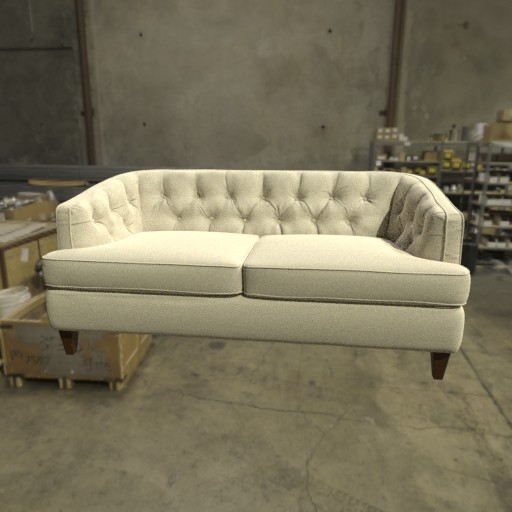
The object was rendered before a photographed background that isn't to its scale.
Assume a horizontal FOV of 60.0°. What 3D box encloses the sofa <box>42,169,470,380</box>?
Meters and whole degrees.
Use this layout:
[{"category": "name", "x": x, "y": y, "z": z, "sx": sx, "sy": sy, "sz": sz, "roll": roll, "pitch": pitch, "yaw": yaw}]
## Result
[{"category": "sofa", "x": 0.000, "y": 0.000, "z": 2.179, "sx": 1.733, "sy": 0.855, "sz": 0.941, "roll": 2, "pitch": 14, "yaw": 8}]
